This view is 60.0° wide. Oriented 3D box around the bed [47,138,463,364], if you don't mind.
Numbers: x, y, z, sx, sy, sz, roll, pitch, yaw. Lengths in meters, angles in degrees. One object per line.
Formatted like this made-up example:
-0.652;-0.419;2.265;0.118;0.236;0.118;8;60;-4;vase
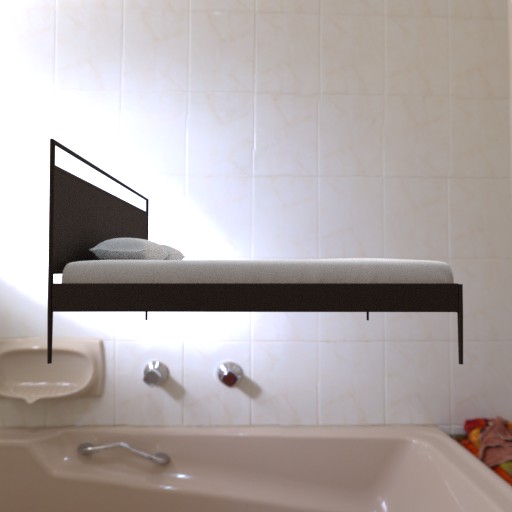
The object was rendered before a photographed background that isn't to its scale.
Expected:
0.000;0.000;3.290;2.151;1.173;1.993;0;-2;0;bed
